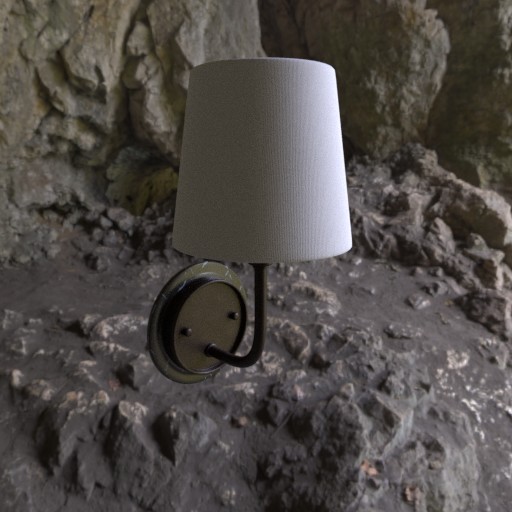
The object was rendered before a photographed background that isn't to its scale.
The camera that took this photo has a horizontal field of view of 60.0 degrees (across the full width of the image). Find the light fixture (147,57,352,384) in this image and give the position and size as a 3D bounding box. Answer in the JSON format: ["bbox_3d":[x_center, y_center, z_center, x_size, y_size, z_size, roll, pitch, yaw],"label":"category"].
[{"bbox_3d":[0.000,0.000,0.437,0.168,0.337,0.188,-13,18,-43],"label":"light fixture"}]
